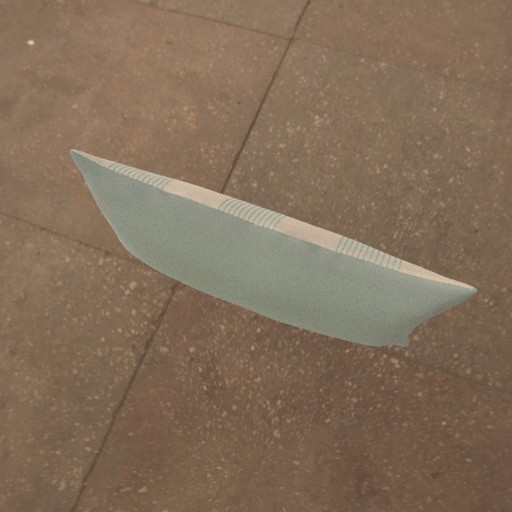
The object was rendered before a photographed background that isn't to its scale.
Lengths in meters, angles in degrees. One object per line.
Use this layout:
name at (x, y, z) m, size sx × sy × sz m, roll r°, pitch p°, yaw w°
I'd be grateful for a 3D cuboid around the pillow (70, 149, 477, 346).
pillow at (0.000, 0.000, 0.741) m, size 0.610 × 0.287 × 0.151 m, roll 20°, pitch 66°, yaw 10°
